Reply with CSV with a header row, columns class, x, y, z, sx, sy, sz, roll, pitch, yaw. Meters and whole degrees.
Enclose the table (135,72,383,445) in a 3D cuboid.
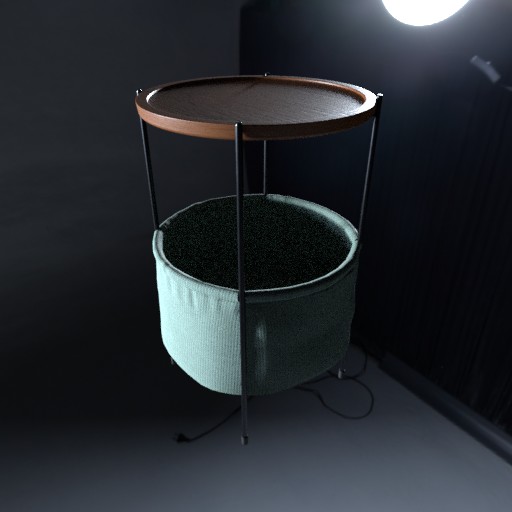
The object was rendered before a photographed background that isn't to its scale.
class,x,y,z,sx,sy,sz,roll,pitch,yaw
table,0.000,0.000,0.883,0.400,0.623,0.400,-22,37,-32
